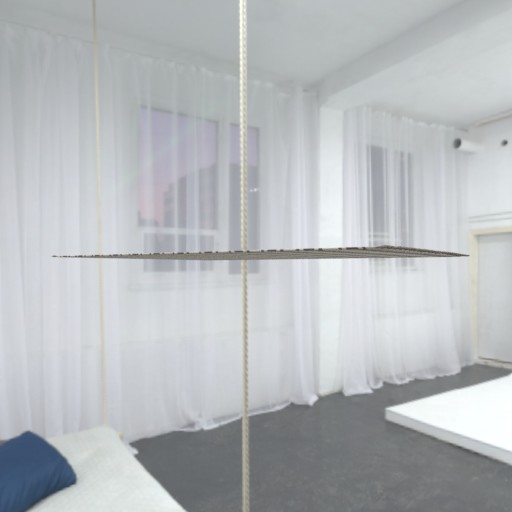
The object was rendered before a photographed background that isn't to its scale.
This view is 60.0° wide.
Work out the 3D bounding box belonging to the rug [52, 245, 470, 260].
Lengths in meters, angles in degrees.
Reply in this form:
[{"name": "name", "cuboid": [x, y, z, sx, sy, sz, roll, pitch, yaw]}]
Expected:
[{"name": "rug", "cuboid": [0.000, 0.000, 3.011, 2.425, 0.014, 1.563, -1, -2, 36]}]
